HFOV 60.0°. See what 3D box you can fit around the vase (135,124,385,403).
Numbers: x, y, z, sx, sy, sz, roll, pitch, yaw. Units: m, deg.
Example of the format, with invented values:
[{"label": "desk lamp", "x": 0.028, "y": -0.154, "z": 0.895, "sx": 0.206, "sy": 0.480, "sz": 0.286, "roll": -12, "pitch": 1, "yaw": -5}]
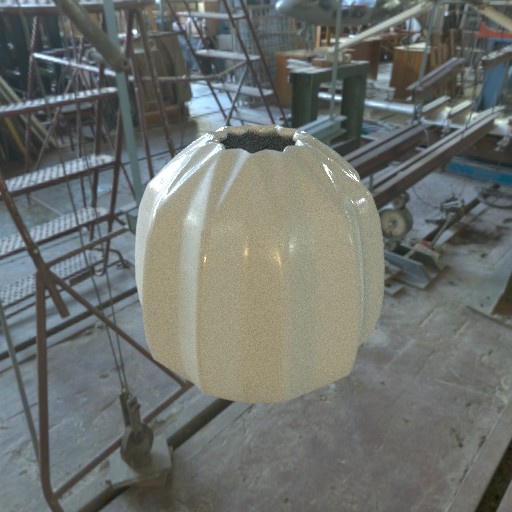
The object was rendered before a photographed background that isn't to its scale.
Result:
[{"label": "vase", "x": 0.000, "y": 0.000, "z": 0.248, "sx": 0.139, "sy": 0.134, "sz": 0.139, "roll": 0, "pitch": 31, "yaw": 0}]
